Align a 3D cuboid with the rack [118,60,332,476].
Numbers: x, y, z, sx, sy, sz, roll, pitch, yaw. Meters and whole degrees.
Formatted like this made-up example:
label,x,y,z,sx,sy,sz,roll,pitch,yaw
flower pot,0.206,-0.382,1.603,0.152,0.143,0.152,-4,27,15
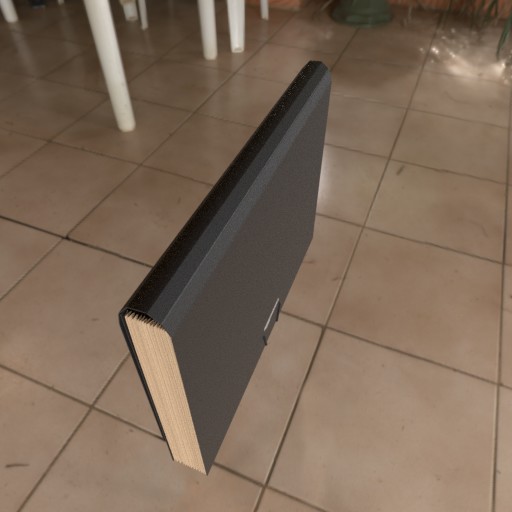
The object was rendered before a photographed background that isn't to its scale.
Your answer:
label,x,y,z,sx,sy,sz,roll,pitch,yaw
rack,0.000,0.000,0.423,0.041,0.241,0.330,16,49,15
